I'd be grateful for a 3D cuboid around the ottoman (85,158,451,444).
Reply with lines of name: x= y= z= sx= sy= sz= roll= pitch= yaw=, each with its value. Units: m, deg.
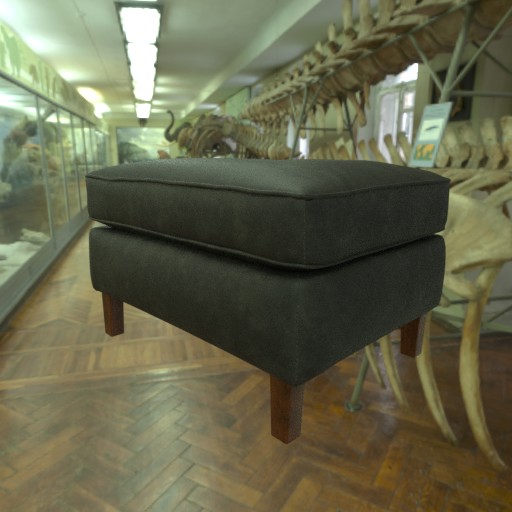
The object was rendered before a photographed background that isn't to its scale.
ottoman: x=0.000 y=0.000 z=0.965 sx=0.501 sy=0.413 sz=0.665 roll=-13 pitch=18 yaw=-43
